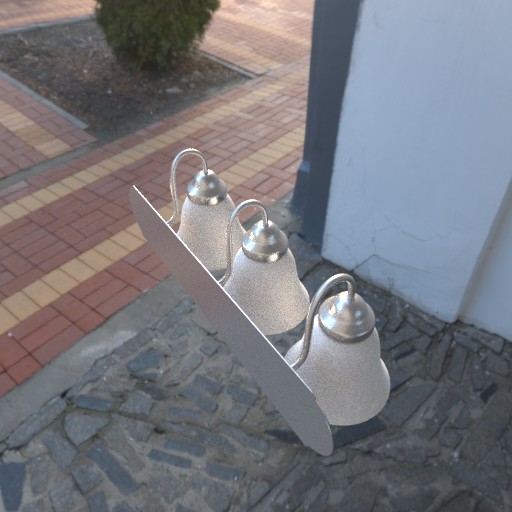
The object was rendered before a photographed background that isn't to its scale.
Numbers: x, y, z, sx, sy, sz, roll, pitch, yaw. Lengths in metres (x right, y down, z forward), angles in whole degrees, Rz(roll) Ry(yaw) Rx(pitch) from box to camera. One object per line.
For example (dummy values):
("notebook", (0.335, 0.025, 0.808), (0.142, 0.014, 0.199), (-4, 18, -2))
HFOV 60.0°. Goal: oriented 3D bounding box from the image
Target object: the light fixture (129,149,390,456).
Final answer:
("light fixture", (0.000, 0.000, 0.720), (0.199, 0.222, 0.610), (-23, 46, -25))
